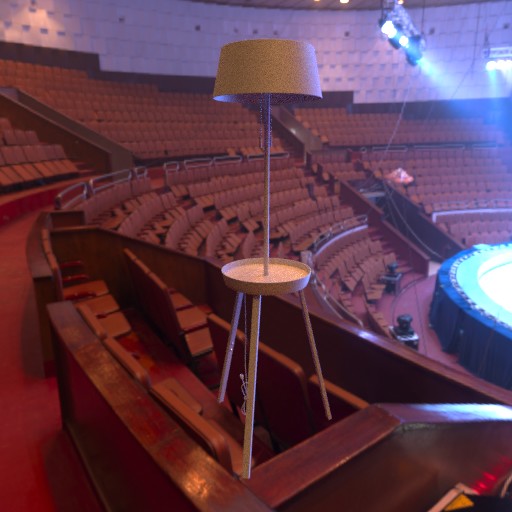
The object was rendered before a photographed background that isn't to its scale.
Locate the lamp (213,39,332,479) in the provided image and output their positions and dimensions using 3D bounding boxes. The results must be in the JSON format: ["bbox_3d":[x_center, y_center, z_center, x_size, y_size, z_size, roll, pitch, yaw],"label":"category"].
[{"bbox_3d":[0.000,0.000,1.654,0.468,1.429,0.508,14,20,43],"label":"lamp"}]
